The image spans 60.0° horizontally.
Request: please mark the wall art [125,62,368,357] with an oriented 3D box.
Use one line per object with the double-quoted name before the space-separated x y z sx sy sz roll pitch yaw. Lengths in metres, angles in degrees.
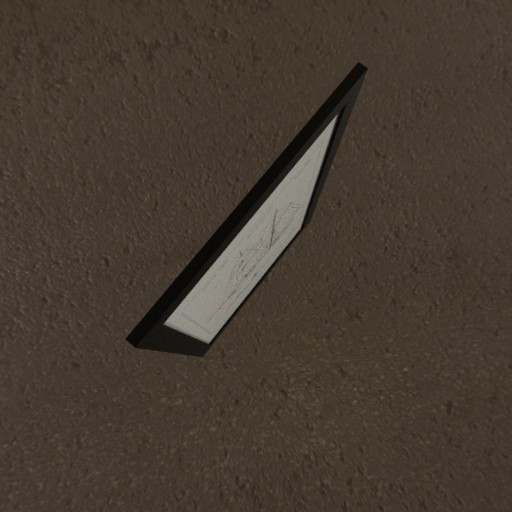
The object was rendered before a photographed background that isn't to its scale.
"wall art" 0.000 0.000 0.608 0.011 0.459 0.326 37 79 8
